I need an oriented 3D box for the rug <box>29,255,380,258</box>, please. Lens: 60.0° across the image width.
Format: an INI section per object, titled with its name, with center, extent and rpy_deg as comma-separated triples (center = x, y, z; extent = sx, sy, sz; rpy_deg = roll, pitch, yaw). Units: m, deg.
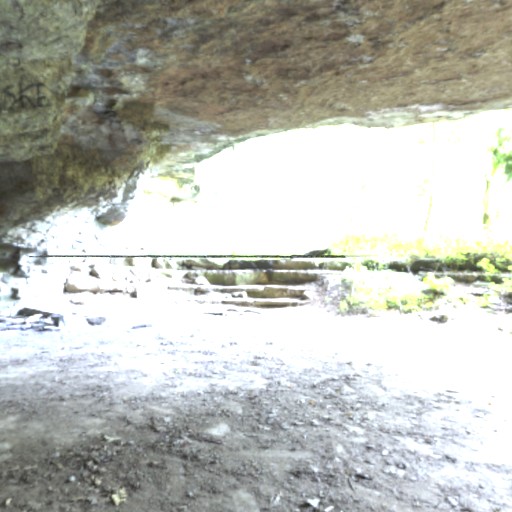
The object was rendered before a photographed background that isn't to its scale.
[rug]
center = 0.000, 0.000, 3.096
extent = 1.548, 0.013, 2.486
rpy_deg = 0, 0, 19
